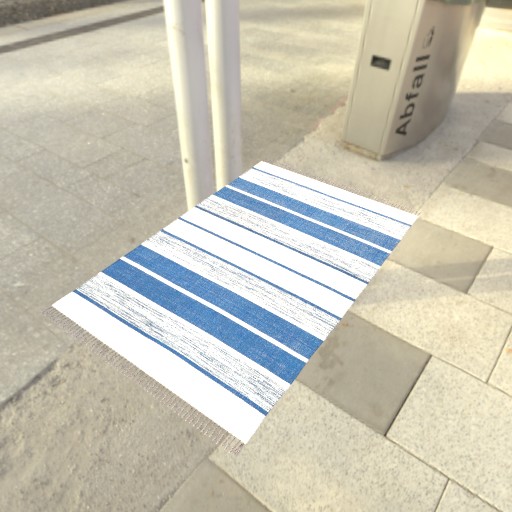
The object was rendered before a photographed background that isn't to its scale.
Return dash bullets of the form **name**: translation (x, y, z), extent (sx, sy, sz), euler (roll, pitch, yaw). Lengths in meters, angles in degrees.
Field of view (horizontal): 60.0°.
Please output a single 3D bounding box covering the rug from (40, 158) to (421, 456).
- **rug**: translation (0.000, 0.000, 3.148), extent (1.532, 0.010, 2.441), euler (25, 47, 26)
